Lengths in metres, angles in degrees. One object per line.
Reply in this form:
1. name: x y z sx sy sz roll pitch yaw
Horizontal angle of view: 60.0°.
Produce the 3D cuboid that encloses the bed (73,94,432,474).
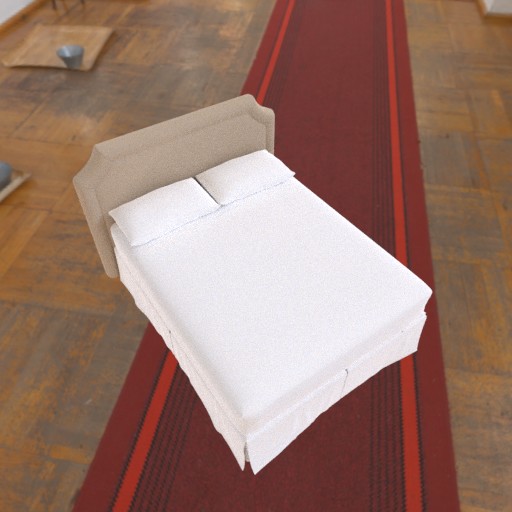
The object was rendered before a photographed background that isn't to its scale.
1. bed: 0.000 0.000 3.336 1.828 1.301 2.204 -27 53 -23
